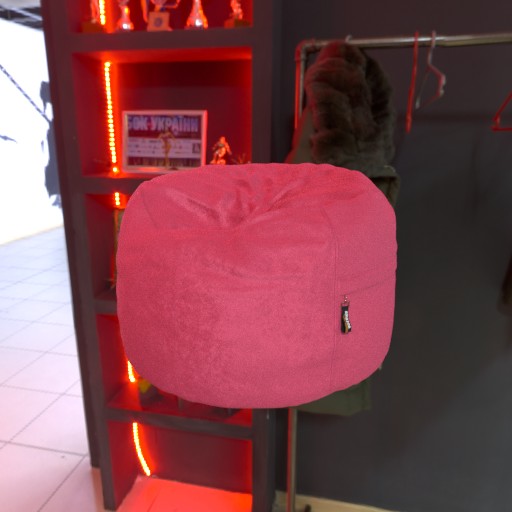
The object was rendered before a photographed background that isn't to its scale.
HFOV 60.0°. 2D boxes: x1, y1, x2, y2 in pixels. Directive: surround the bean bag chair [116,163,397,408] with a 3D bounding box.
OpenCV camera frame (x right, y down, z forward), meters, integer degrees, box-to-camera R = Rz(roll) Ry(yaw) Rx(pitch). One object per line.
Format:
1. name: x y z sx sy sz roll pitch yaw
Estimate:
1. bean bag chair: 0.000 0.000 1.979 1.218 0.788 1.218 0 15 0
